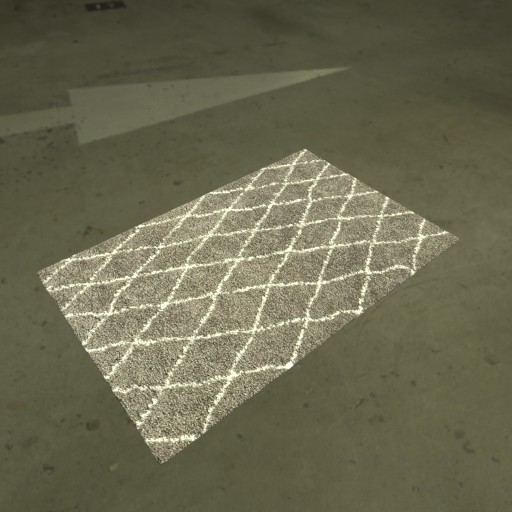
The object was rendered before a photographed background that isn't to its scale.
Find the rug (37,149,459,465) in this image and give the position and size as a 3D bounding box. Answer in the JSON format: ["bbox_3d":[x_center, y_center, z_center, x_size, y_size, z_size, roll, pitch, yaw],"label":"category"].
[{"bbox_3d":[0.000,0.000,3.403,2.743,0.030,1.778,-30,52,-27],"label":"rug"}]
